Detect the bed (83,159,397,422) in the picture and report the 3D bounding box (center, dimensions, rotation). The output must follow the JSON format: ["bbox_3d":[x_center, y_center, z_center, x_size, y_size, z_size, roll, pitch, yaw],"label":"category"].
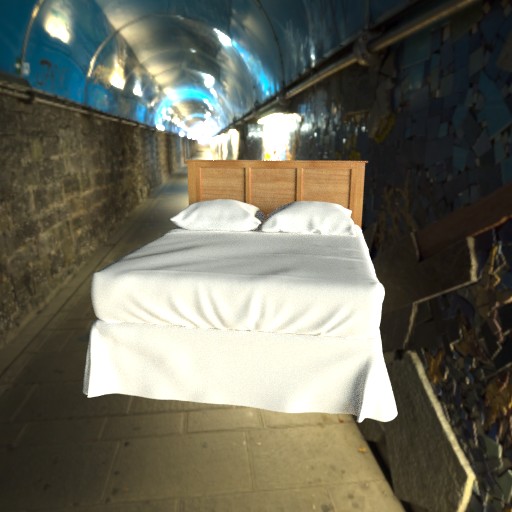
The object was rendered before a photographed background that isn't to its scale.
[{"bbox_3d":[0.000,0.000,3.216,1.870,1.273,2.035,2,15,9],"label":"bed"}]
